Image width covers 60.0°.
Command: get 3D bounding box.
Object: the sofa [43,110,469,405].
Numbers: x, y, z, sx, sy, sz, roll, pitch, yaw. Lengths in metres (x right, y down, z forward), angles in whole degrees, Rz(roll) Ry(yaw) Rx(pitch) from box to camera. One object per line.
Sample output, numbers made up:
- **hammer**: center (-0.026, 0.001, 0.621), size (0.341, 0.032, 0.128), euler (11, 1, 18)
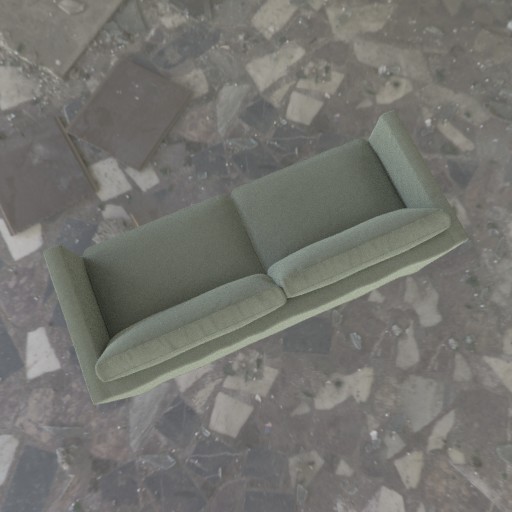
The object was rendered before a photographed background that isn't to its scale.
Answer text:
- **sofa**: center (0.000, 0.000, 2.818), size (2.312, 0.853, 0.962), euler (-23, 77, -6)
